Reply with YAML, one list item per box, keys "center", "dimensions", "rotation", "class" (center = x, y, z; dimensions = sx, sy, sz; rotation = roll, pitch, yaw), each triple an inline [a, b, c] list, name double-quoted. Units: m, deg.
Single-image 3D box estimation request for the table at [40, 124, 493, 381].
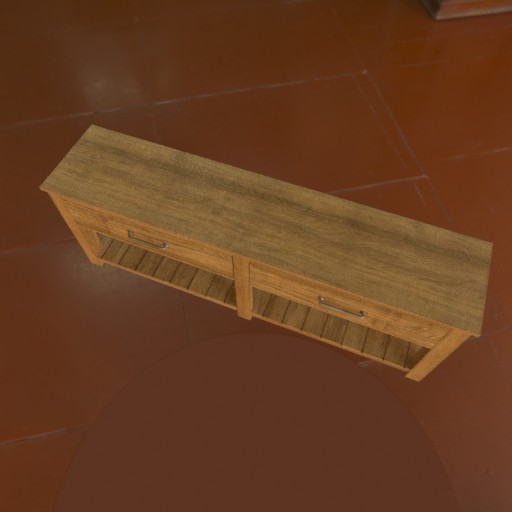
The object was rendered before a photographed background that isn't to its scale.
- center: [0.000, 0.000, 2.062]
  dimensions: [1.815, 0.635, 0.425]
  rotation: [18, 60, 11]
  class: "table"
